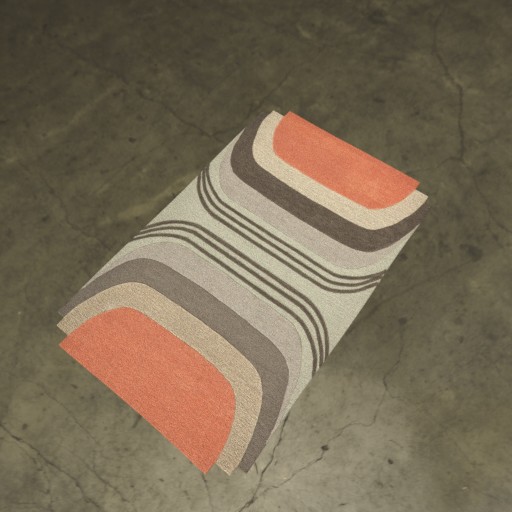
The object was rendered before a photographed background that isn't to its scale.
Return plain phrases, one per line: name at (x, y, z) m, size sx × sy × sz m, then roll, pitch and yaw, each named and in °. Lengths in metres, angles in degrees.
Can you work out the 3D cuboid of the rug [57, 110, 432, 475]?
rug at (0.000, 0.000, 2.999) m, size 1.530 × 0.017 × 2.446 m, roll 34°, pitch 68°, yaw 16°
